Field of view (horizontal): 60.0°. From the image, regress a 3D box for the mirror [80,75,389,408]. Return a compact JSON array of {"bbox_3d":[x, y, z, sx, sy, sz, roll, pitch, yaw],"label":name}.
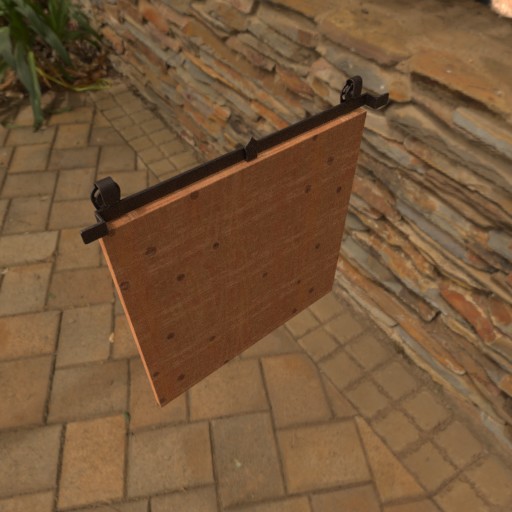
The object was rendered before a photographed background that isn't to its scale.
[{"bbox_3d":[0.000,0.000,1.187,0.805,0.800,0.054,-30,53,-26],"label":"mirror"}]
